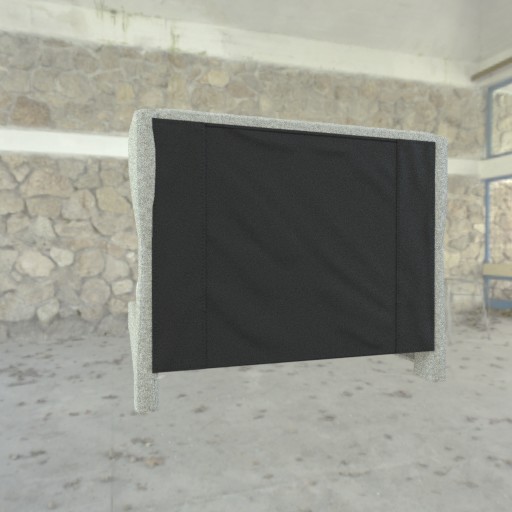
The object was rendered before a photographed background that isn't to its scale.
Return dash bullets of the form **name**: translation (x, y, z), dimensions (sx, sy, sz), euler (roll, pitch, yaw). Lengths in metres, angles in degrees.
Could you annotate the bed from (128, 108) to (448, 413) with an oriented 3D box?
- **bed**: translation (0.000, 0.000, 3.957), dimensions (2.219, 1.771, 2.347), euler (0, 1, -17)
